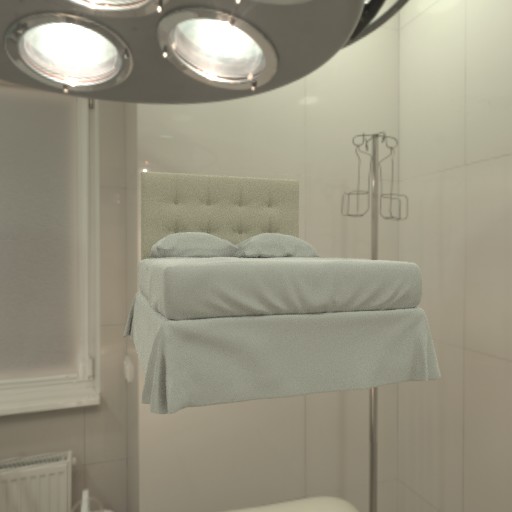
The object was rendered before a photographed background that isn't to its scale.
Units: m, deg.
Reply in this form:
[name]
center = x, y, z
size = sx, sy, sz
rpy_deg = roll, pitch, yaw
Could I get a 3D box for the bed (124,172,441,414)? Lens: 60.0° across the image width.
[bed]
center = 0.000, 0.000, 3.513
size = 1.936, 1.577, 2.222
rpy_deg = 0, 1, -19
